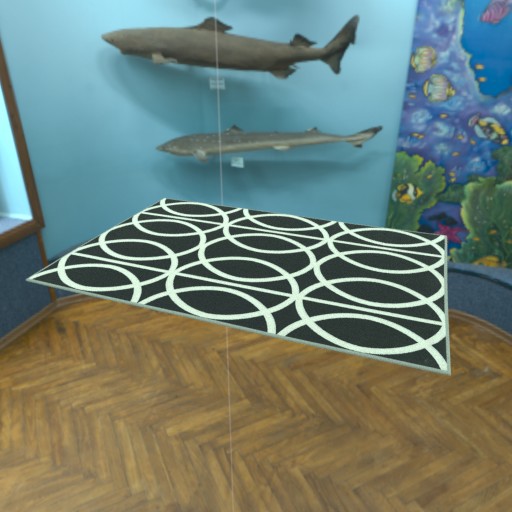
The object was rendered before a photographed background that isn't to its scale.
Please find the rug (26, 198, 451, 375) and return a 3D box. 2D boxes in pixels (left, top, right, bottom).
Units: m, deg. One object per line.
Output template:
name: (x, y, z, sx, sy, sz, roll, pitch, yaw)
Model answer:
rug: (0.000, 0.000, 2.829, 2.290, 0.014, 1.526, 9, 28, 18)
